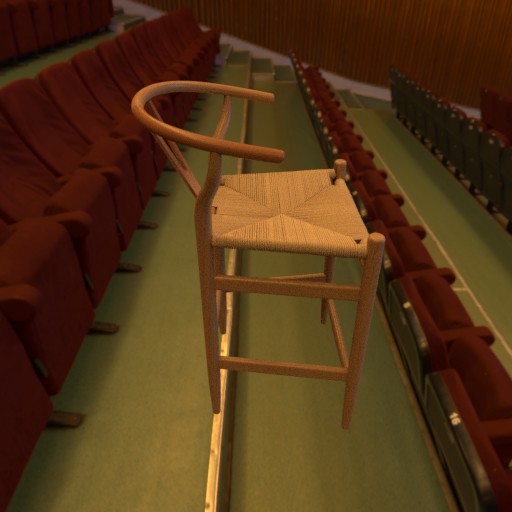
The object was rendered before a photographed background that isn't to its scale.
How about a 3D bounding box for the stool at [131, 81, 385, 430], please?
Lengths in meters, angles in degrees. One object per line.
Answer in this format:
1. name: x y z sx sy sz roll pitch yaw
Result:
1. stool: 0.000 0.000 1.298 0.575 0.923 0.536 0 32 0
